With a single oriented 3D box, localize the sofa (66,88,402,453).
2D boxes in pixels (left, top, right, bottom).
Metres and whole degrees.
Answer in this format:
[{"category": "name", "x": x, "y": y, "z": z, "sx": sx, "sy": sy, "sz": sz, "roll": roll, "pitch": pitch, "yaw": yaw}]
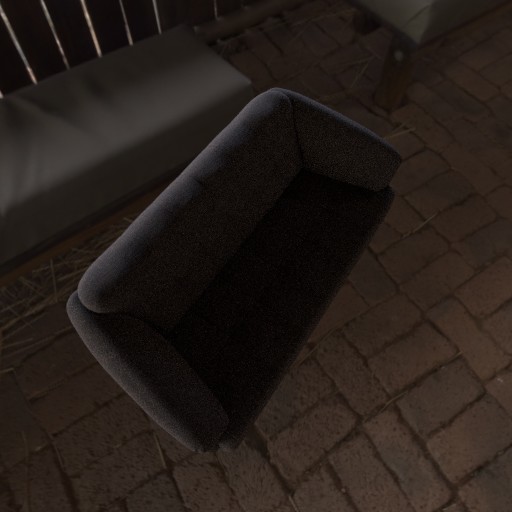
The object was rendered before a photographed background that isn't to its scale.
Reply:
[{"category": "sofa", "x": 0.000, "y": 0.000, "z": 2.303, "sx": 0.887, "sy": 0.790, "sz": 1.849, "roll": 30, "pitch": 65, "yaw": 16}]
